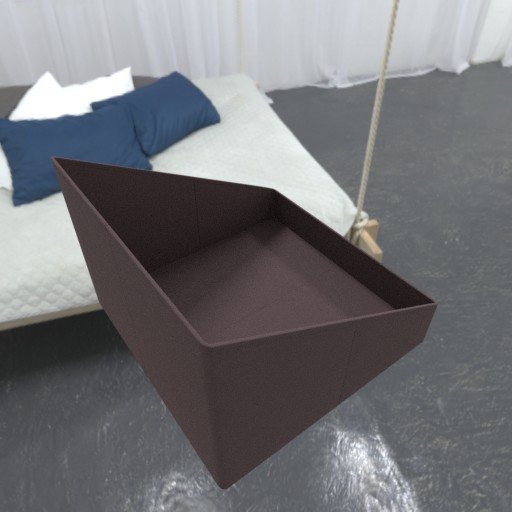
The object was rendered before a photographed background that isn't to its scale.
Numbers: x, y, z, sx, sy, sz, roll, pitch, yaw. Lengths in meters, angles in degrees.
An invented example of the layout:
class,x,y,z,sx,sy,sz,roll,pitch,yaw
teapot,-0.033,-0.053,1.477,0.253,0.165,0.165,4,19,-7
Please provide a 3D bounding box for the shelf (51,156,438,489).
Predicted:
class,x,y,z,sx,sy,sz,roll,pitch,yaw
shelf,0.000,0.000,0.482,0.292,0.210,0.292,-26,47,-27
